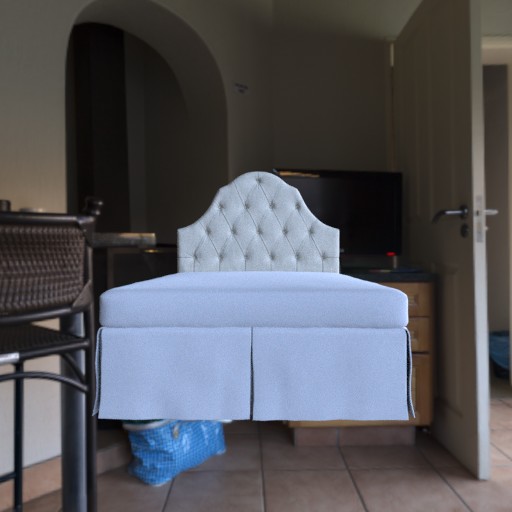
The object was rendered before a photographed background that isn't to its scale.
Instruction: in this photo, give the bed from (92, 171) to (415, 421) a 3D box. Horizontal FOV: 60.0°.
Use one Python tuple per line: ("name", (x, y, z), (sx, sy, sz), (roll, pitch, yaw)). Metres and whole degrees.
("bed", (0.000, 0.000, 3.173), (1.627, 1.575, 2.092), (0, 0, 1))
